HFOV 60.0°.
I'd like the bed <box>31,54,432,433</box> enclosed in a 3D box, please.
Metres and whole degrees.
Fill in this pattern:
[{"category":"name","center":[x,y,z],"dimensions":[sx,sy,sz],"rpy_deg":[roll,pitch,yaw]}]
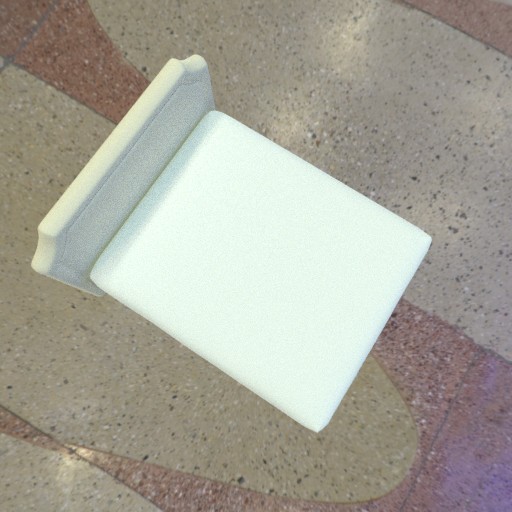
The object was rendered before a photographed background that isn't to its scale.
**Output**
[{"category":"bed","center":[0.000,0.000,3.204],"dimensions":[2.209,1.296,1.827],"rpy_deg":[32,79,7]}]
